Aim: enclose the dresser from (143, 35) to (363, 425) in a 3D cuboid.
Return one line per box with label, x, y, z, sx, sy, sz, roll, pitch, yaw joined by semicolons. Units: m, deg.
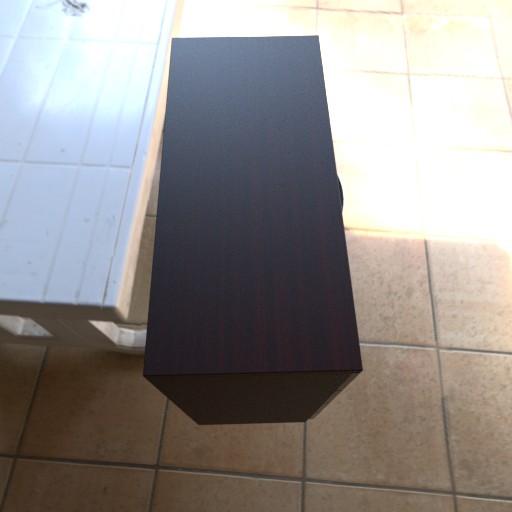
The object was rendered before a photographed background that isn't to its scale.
dresser;0.000;0.000;1.155;0.360;0.720;0.750;-1;64;-1
